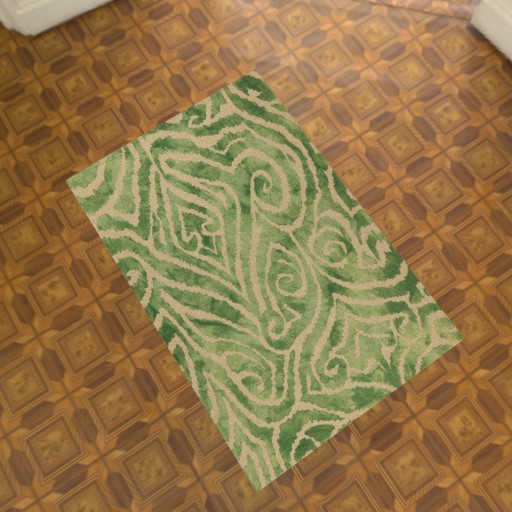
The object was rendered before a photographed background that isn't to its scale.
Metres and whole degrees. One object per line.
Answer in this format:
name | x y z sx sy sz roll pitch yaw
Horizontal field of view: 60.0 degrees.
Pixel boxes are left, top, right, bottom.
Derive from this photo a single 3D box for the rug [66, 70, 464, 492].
rug | 0.000 0.000 2.265 1.220 0.006 1.826 -33 78 -8
